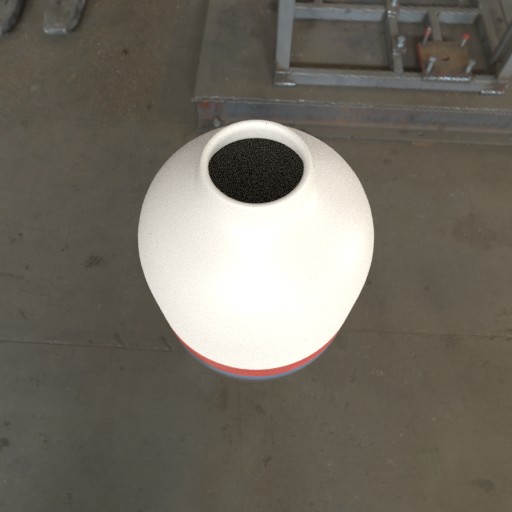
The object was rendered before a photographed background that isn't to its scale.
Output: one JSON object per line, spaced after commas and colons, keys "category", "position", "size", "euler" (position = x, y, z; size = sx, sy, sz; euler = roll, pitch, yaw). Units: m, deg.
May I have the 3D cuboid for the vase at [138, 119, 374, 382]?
{"category": "vase", "position": [0.000, 0.000, 0.354], "size": [0.169, 0.237, 0.169], "euler": [0, 63, 0]}
